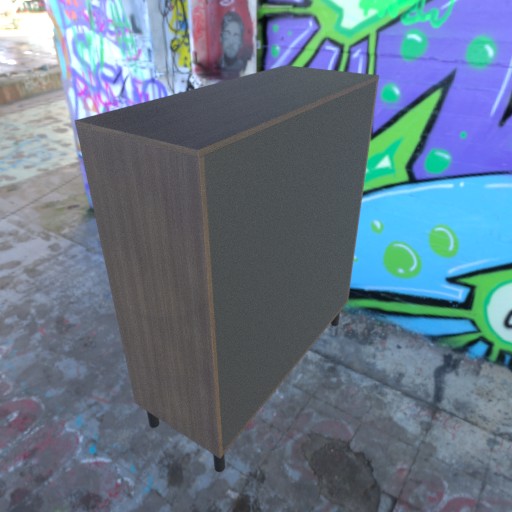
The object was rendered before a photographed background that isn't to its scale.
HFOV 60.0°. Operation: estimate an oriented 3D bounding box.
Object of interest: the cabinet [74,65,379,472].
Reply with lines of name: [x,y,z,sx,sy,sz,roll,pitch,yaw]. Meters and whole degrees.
cabinet: [0.000,0.000,1.664,0.400,1.170,1.010,20,37,28]
